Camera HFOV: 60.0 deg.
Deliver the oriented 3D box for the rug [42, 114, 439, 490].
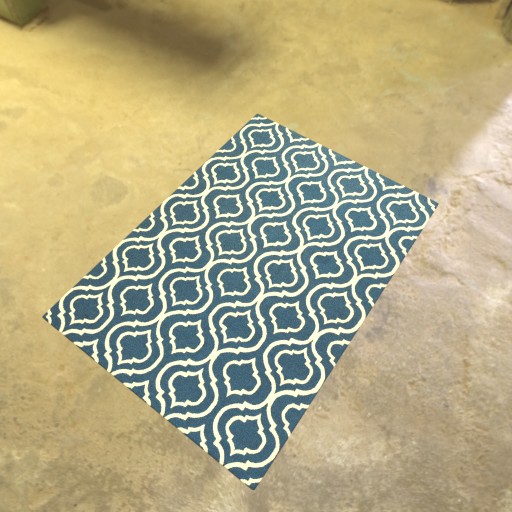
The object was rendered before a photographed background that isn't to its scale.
[{"bbox_3d":[0.000,0.000,2.788,1.524,0.010,2.134,32,64,18],"label":"rug"}]
